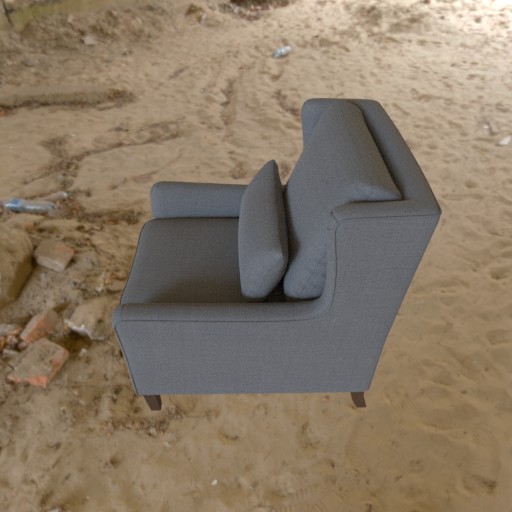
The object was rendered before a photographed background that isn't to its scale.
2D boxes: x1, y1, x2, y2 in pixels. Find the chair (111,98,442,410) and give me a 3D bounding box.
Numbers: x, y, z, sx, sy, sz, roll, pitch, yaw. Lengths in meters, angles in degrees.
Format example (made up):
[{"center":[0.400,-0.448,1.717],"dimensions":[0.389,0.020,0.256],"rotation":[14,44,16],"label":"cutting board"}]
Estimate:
[{"center":[0.000,0.000,1.824],"dimensions":[1.040,1.056,0.866],"rotation":[-1,41,-1],"label":"chair"}]
